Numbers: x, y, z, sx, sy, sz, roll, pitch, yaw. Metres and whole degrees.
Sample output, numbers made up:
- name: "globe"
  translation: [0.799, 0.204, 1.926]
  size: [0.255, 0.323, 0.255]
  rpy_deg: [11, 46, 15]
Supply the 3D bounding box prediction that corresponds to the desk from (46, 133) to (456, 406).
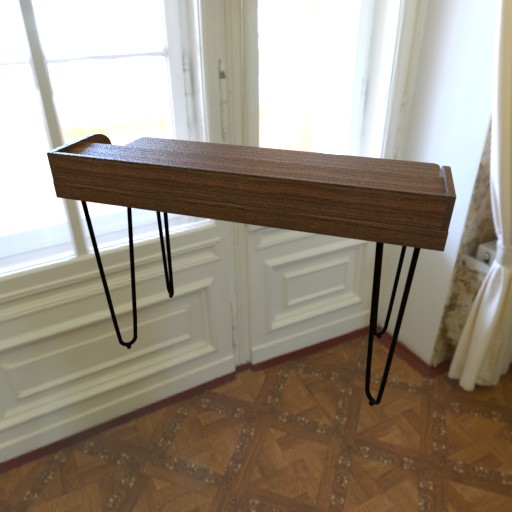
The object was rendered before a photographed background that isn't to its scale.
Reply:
- name: "desk"
  translation: [0.000, 0.000, 1.676]
  size: [1.200, 0.854, 0.565]
  rpy_deg: [9, 31, 15]
